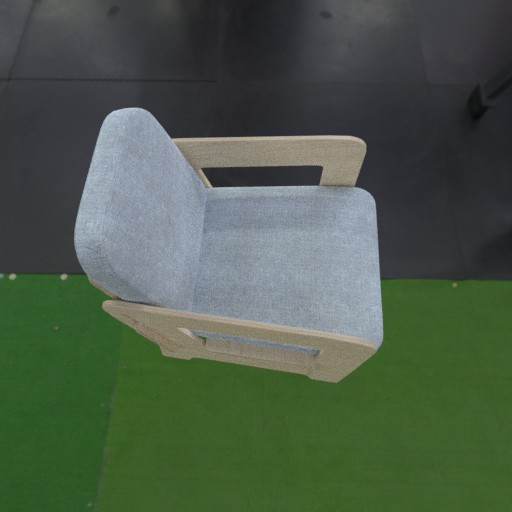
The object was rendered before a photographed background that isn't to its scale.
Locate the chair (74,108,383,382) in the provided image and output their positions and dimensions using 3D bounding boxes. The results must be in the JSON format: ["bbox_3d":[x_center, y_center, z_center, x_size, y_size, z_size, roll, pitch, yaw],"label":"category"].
[{"bbox_3d":[0.000,0.000,1.275,0.710,0.800,0.590,3,65,2],"label":"chair"}]
